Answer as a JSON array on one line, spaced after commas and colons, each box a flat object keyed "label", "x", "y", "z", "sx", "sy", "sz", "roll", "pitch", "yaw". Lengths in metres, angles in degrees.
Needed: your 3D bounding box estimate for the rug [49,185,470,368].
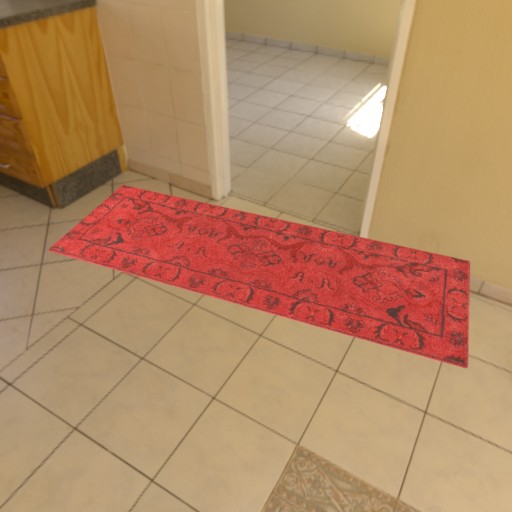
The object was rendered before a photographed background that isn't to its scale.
[{"label": "rug", "x": 0.000, "y": 0.000, "z": 2.699, "sx": 2.439, "sy": 0.018, "sz": 0.813, "roll": 14, "pitch": 42, "yaw": 16}]
